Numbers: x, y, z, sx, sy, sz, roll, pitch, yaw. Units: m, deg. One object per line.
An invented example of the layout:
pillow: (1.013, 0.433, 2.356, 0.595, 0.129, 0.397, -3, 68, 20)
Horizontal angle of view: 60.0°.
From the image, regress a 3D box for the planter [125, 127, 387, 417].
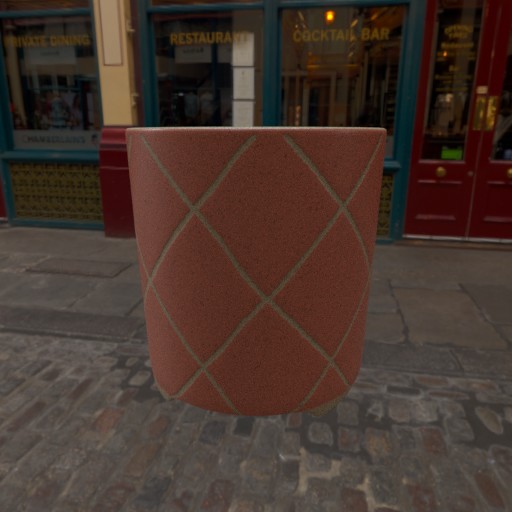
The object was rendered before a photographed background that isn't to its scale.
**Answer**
planter: (0.000, 0.000, 0.362, 0.191, 0.200, 0.191, 0, 15, 0)
